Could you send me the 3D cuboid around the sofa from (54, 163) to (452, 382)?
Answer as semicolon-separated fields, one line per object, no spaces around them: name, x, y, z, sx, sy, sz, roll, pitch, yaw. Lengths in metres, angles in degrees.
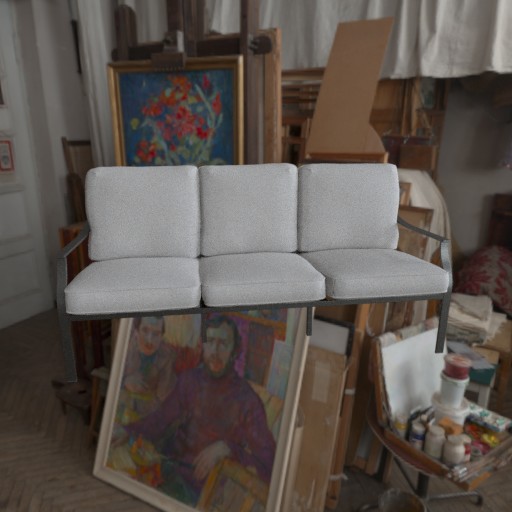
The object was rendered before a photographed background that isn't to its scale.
sofa;0.000;0.000;2.219;1.740;0.860;0.787;-2;17;-8
